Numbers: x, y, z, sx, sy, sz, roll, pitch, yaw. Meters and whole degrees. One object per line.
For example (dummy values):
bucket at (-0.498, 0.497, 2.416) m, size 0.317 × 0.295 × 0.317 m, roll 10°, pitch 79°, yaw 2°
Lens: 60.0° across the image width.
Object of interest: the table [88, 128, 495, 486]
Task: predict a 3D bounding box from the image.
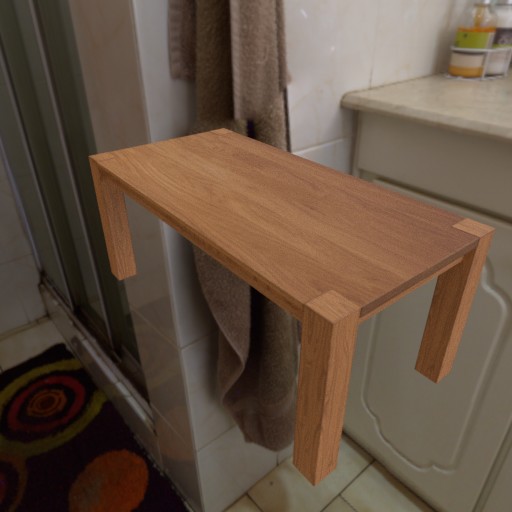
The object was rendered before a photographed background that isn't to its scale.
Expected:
table at (0.000, 0.000, 2.246) m, size 0.900 × 0.760 × 1.800 m, roll -22°, pitch 38°, yaw -32°
